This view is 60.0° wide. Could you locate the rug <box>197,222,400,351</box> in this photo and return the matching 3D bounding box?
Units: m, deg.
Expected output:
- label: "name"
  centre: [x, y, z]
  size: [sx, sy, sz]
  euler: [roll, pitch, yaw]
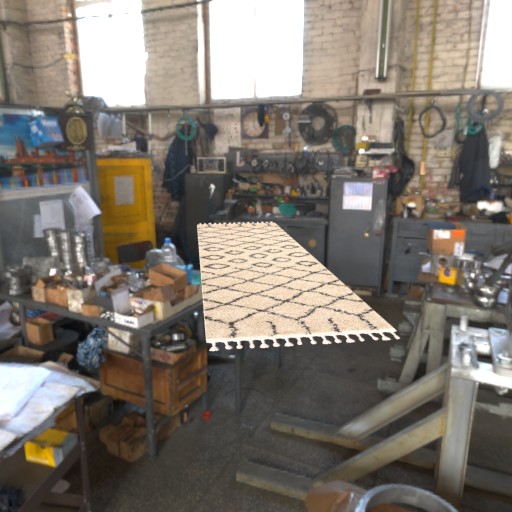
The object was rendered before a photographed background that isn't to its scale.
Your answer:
- label: "rug"
  centre: [0.000, 0.000, 2.622]
  size: [0.660, 0.005, 2.464]
  euler: [-2, 14, -8]
